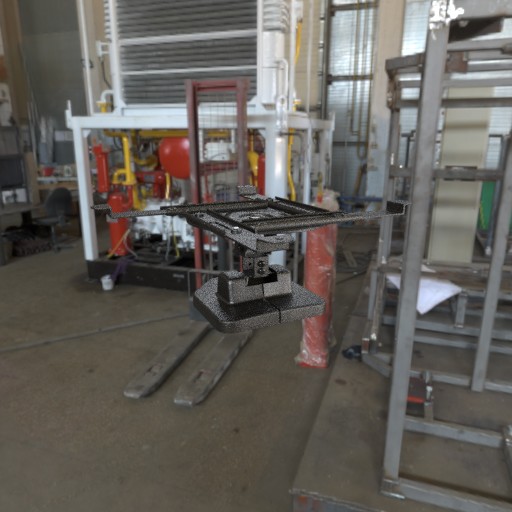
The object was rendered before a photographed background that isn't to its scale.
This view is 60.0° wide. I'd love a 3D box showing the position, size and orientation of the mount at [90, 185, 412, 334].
[{"bbox_3d":[0.000,0.000,0.598,0.394,0.141,0.394,-8,17,-25],"label":"mount"}]
